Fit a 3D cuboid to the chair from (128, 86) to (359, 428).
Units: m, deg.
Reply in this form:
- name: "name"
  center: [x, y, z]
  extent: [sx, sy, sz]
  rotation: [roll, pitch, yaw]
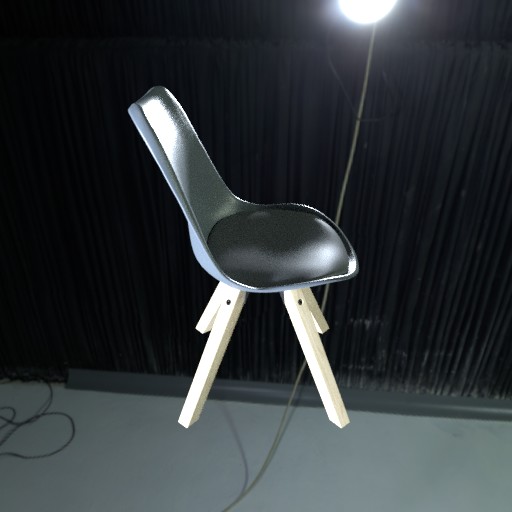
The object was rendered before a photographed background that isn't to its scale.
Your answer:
- name: "chair"
  center: [0.000, 0.000, 1.222]
  extent: [0.550, 0.850, 0.485]
  rotation: [0, 30, 0]
